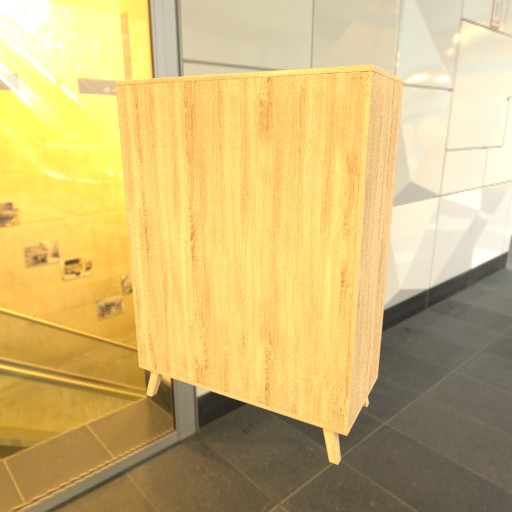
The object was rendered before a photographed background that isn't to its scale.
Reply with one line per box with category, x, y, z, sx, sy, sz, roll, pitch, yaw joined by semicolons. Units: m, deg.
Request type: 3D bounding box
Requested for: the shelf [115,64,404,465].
shelf;0.000;0.000;1.873;1.000;1.390;0.450;9;18;27
